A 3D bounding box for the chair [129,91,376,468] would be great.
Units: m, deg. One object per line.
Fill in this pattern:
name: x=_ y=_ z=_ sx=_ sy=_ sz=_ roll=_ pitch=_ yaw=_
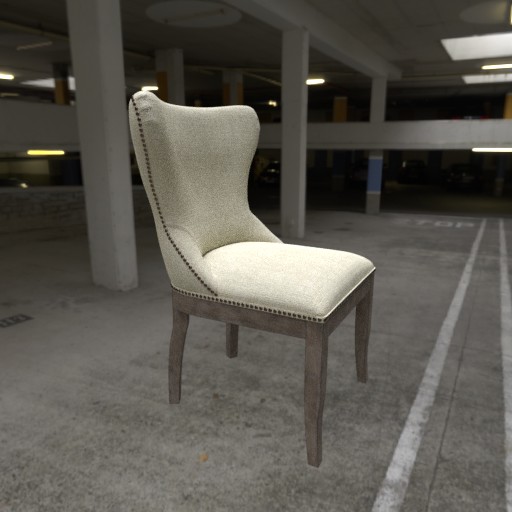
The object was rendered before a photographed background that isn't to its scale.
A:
chair: x=0.000 y=0.000 z=1.474 sx=0.681 sy=1.002 sz=0.654 roll=7 pitch=16 yaw=27
